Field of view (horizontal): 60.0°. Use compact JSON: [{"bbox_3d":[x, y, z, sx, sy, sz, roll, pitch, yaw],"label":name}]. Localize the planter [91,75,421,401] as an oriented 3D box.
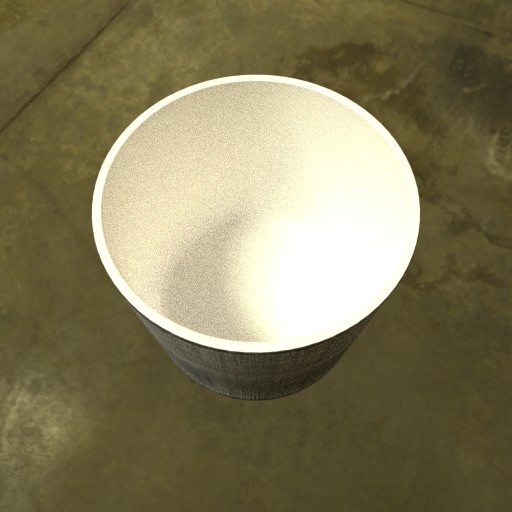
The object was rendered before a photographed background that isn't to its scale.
[{"bbox_3d":[0.000,0.000,0.391,0.221,0.201,0.221,0,64,0],"label":"planter"}]
